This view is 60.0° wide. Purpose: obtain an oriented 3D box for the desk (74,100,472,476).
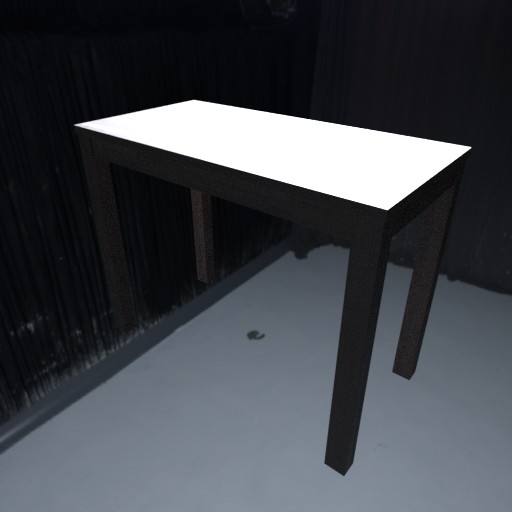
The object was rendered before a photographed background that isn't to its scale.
[{"bbox_3d":[0.000,0.000,1.403,0.991,0.762,0.495,22,36,33],"label":"desk"}]
